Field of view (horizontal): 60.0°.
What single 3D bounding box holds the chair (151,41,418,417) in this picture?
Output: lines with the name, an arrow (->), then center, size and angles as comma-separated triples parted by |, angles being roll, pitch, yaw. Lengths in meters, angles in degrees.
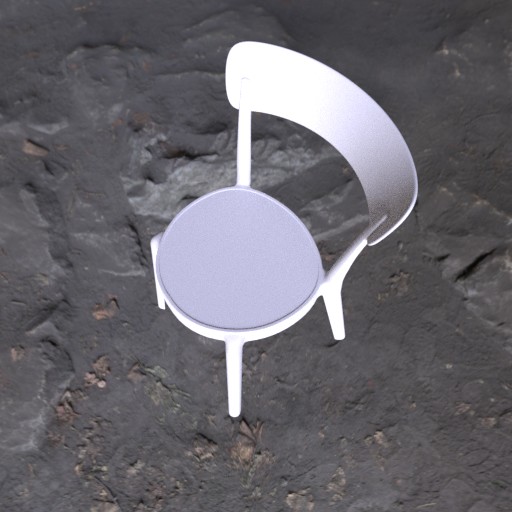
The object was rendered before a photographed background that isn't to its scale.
chair -> 0.000, 0.000, 1.106 | 0.491, 0.790, 0.506 | -32, 66, -16
